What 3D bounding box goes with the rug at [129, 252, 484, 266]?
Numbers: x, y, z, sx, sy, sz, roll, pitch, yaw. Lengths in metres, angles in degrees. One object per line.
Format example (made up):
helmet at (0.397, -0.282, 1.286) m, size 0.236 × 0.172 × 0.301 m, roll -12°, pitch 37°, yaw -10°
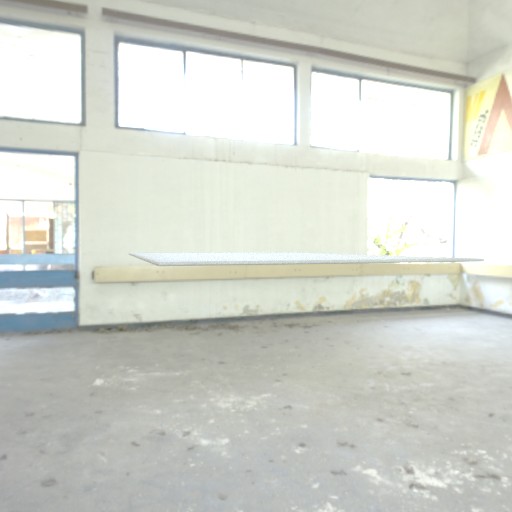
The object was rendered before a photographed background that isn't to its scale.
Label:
rug at (0.000, 0.000, 2.348) m, size 1.219 × 0.013 × 1.829 m, roll 0°, pitch 1°, yaw -19°
